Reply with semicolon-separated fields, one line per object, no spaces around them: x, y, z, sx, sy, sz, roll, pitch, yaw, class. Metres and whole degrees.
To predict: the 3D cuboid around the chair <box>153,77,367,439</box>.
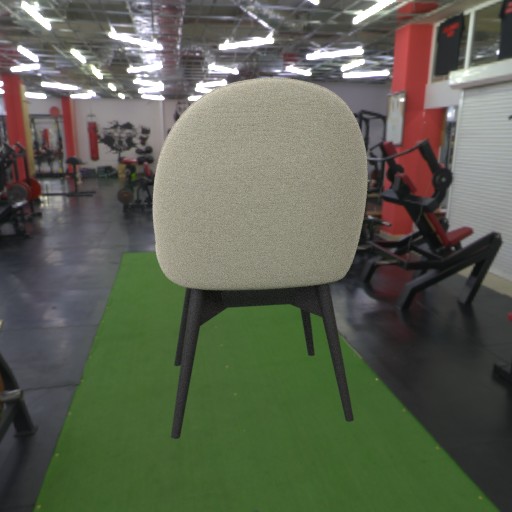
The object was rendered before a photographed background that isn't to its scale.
0.000;0.000;1.197;0.532;0.838;0.540;-2;15;-9;chair
